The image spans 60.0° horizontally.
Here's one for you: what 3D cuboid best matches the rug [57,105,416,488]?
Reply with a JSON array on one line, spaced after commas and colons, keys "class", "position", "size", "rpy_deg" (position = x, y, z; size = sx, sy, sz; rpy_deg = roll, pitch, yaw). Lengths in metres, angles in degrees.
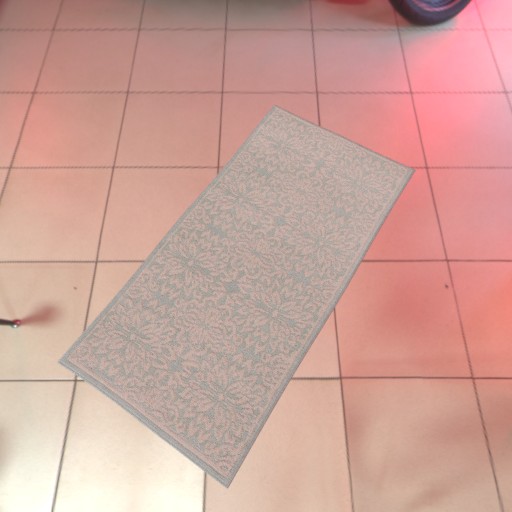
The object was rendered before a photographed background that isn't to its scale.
[{"class": "rug", "position": [0.000, 0.000, 1.453], "size": [0.604, 0.007, 1.219], "rpy_deg": [30, 67, 14]}]
